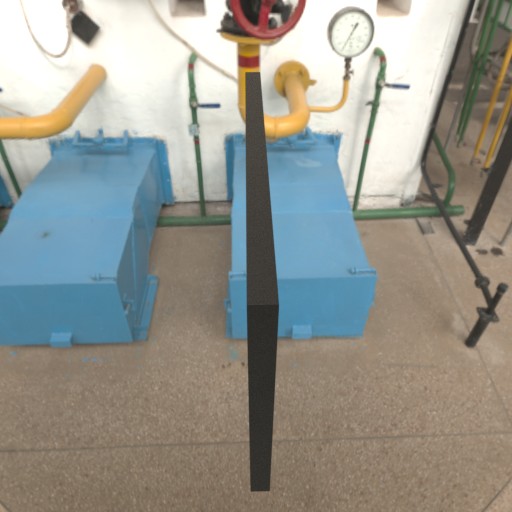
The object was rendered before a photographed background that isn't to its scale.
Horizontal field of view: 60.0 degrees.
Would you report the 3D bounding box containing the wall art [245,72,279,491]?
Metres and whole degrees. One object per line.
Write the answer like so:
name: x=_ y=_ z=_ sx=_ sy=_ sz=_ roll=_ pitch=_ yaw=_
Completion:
wall art: x=0.000 y=0.000 z=0.556 sx=0.021 sy=0.301 sz=0.443 roll=-1 pitch=41 yaw=-1
